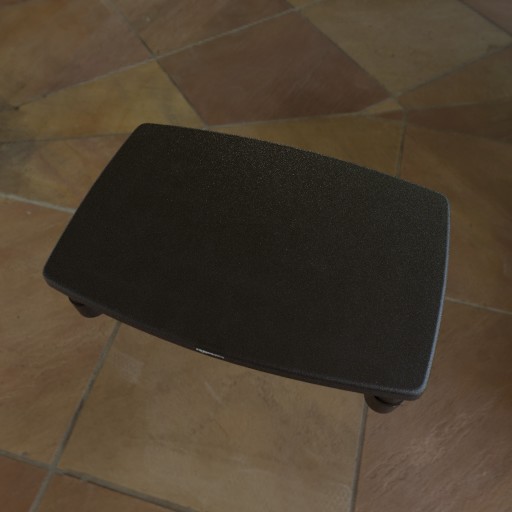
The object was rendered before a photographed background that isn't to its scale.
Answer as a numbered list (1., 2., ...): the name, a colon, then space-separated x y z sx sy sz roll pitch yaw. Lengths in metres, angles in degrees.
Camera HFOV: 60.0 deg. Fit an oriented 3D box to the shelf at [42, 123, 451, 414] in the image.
1. shelf: 0.000 0.000 0.522 0.410 0.100 0.280 16 60 9
